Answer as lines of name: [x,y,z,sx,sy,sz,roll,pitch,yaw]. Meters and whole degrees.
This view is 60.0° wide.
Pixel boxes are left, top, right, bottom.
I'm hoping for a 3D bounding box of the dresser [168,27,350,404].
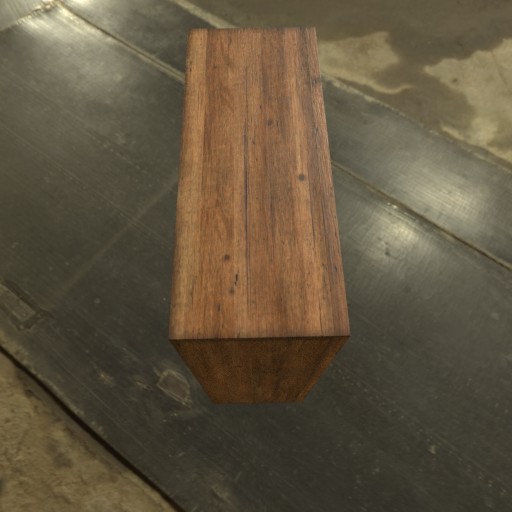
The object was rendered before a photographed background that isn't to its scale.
dresser: [0.000,0.000,1.887,0.438,1.359,1.067,-1,65,-1]
